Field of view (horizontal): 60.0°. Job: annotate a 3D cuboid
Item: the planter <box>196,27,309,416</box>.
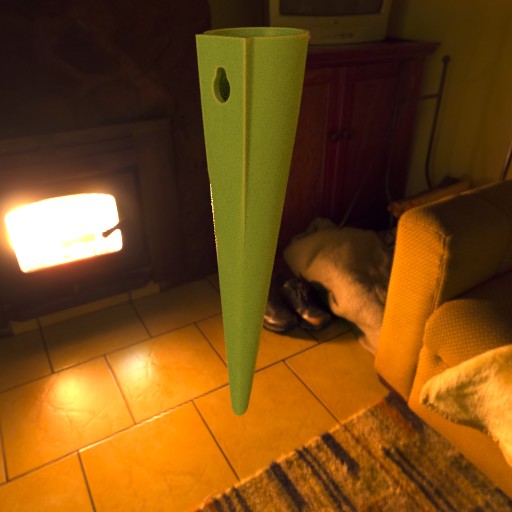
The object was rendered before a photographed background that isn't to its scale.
[{"bbox_3d":[0.000,0.000,0.295,0.054,0.268,0.055,23,37,33],"label":"planter"}]
